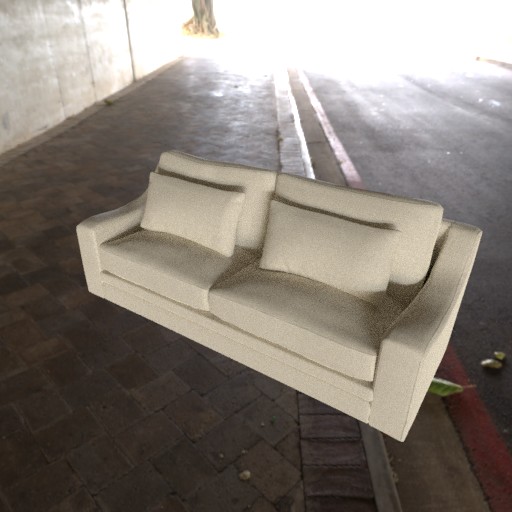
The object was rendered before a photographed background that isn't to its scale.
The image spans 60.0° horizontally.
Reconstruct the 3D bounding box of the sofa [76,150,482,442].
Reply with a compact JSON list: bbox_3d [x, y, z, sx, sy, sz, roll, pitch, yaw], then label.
[{"bbox_3d":[0.000,0.000,2.937,2.470,1.022,1.009,18,34,29],"label":"sofa"}]
